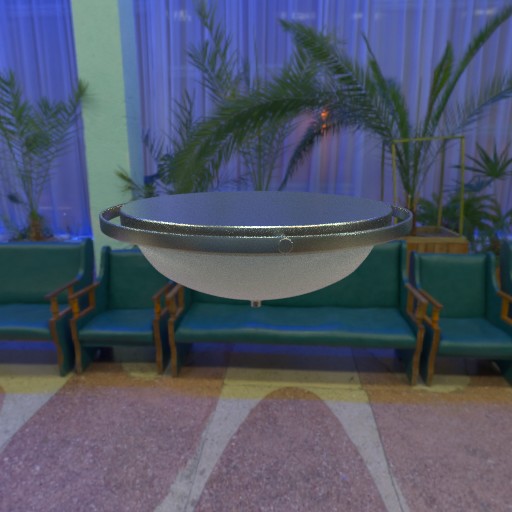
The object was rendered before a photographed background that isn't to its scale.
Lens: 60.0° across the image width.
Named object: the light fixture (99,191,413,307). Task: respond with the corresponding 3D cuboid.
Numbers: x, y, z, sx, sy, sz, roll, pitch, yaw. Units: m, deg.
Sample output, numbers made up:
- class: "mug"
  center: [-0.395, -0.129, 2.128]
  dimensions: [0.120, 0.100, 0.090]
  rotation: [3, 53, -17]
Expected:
- class: "light fixture"
  center: [0.000, 0.000, 0.553]
  dimensions: [0.361, 0.130, 0.361]
  rotation: [0, 14, 0]
